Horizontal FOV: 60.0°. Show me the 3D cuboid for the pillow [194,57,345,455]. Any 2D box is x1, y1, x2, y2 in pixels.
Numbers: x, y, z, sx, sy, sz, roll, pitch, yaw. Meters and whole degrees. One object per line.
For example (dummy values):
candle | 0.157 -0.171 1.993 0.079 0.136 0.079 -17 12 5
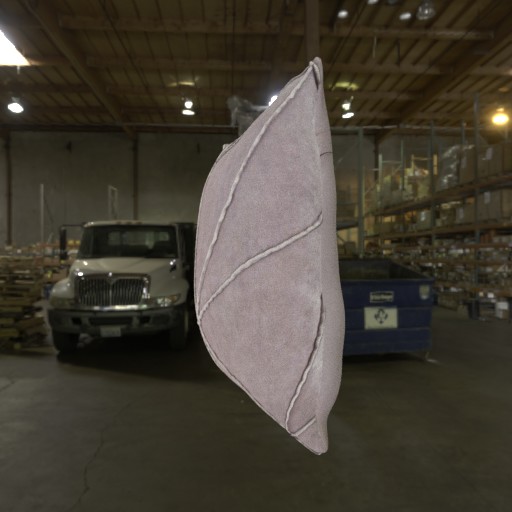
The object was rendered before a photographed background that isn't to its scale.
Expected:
pillow | 0.000 0.000 0.679 0.185 0.440 0.439 0 0 -17
